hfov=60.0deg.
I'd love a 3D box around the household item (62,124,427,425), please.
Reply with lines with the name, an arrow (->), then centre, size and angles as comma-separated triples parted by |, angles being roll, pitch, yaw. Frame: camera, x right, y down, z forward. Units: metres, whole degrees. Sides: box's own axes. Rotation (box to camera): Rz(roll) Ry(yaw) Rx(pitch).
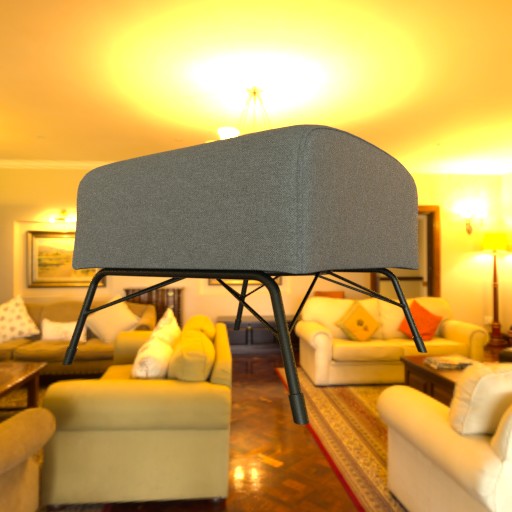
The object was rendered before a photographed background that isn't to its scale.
household item -> 0.000, 0.000, 0.896 | 0.530, 0.410, 0.530 | 0, -1, 36
